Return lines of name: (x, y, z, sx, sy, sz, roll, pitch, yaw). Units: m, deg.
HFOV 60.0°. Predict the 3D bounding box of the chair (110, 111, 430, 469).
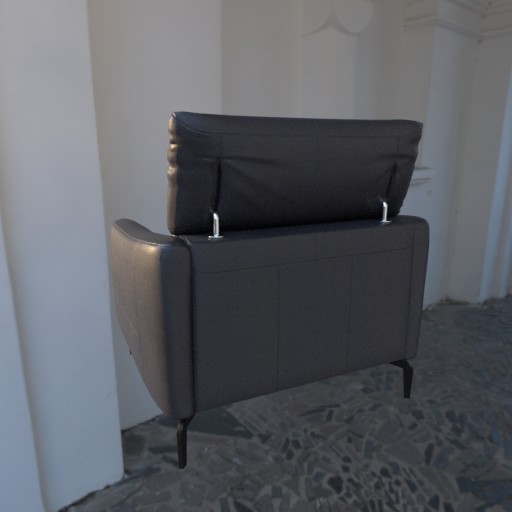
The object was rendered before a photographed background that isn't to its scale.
chair: (0.000, 0.000, 1.632, 0.976, 0.949, 0.809, -7, 15, -24)
